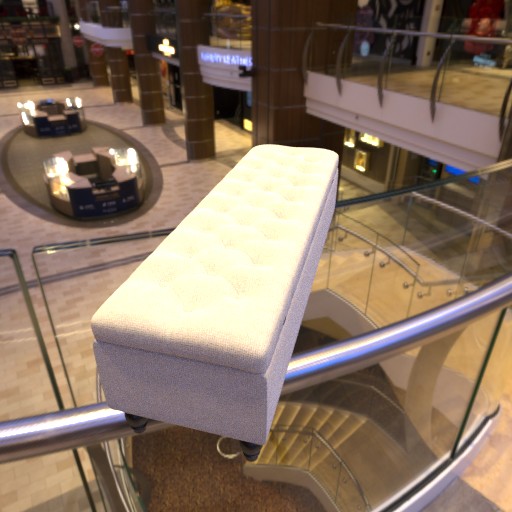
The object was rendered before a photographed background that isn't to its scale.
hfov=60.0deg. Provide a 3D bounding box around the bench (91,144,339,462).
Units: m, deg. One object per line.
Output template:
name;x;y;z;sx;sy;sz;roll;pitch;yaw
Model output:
bench;0.000;0.000;1.715;0.455;0.467;1.480;8;31;13
